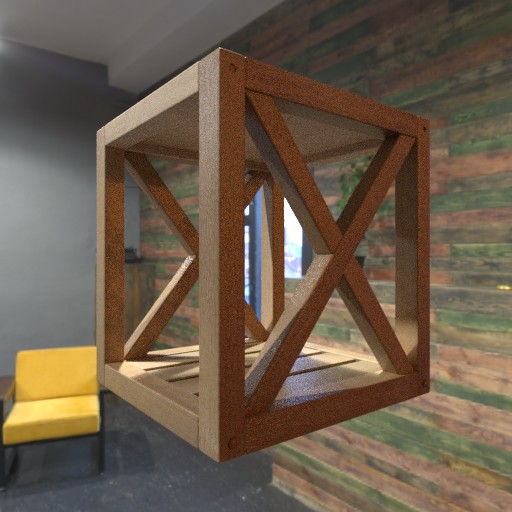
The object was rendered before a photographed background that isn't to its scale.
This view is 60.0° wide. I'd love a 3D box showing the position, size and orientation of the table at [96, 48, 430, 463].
[{"bbox_3d":[0.000,0.000,1.031,0.559,0.610,0.558,0,0,-38],"label":"table"}]
